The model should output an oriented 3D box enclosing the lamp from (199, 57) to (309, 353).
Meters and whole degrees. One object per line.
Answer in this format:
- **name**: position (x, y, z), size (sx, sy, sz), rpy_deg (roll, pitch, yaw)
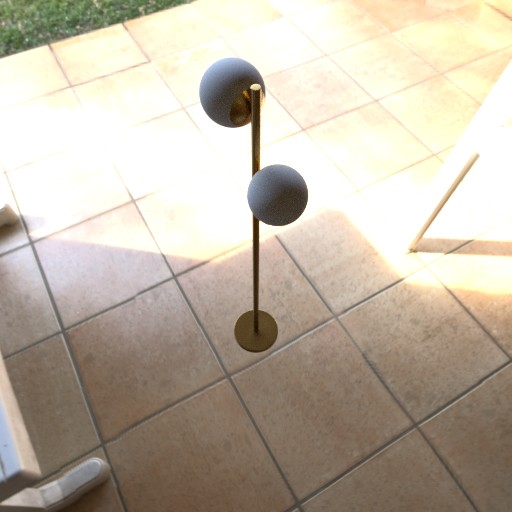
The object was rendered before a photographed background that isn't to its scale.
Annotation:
- **lamp**: position (0.000, 0.000, 1.831), size (0.249, 1.641, 0.419), rpy_deg (-31, 63, -18)
